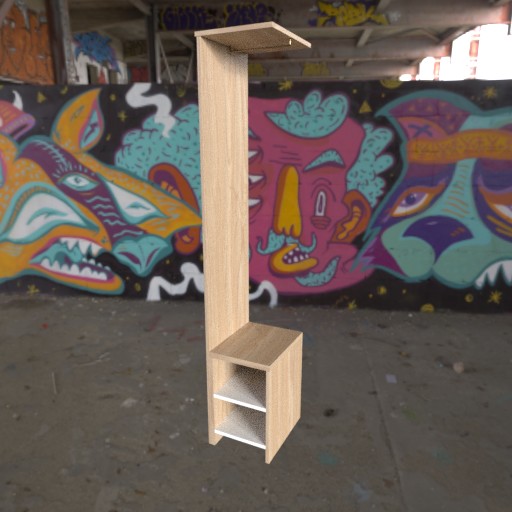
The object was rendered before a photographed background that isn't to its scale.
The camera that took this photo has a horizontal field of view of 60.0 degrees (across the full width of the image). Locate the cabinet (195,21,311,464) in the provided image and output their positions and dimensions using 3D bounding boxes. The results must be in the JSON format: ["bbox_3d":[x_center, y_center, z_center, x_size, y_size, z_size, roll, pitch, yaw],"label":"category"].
[{"bbox_3d":[0.000,0.000,2.083,0.338,1.879,0.411,7,16,26],"label":"cabinet"}]
